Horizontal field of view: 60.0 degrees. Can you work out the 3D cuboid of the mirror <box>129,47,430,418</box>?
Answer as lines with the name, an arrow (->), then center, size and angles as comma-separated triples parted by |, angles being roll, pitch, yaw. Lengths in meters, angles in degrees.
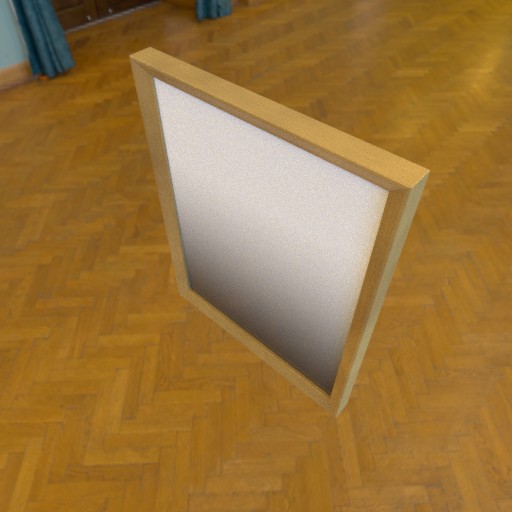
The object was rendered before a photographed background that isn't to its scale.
mirror -> 0.000, 0.000, 0.681 | 0.406, 0.509, 0.041 | 33, 56, 27
